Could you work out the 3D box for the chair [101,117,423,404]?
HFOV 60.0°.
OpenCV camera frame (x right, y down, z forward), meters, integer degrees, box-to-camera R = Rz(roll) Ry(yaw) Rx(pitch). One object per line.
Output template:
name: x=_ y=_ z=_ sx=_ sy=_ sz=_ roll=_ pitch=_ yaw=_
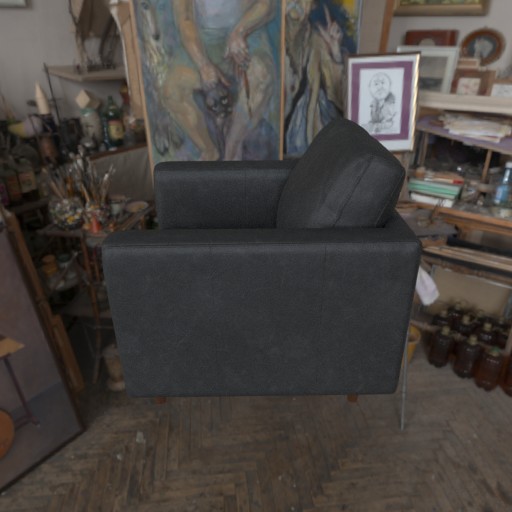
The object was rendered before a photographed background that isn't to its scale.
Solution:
chair: x=0.000 y=0.000 z=1.602 sx=0.879 sy=0.898 sz=0.831 roll=0 pitch=27 yaw=-1
